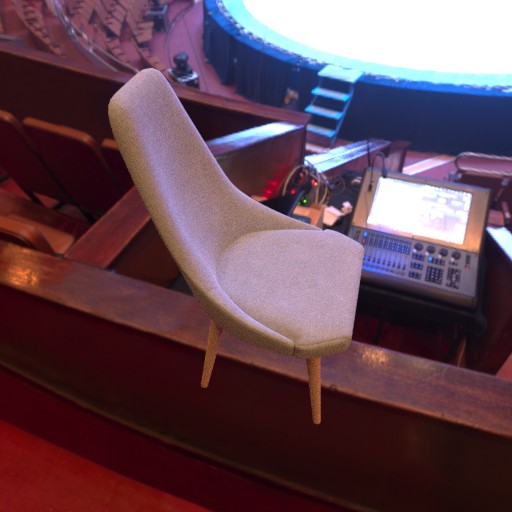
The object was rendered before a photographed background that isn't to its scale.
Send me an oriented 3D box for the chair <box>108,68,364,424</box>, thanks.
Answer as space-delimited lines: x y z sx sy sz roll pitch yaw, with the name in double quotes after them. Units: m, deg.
0.000 0.000 1.389 0.660 1.040 0.510 11 47 11 "chair"
